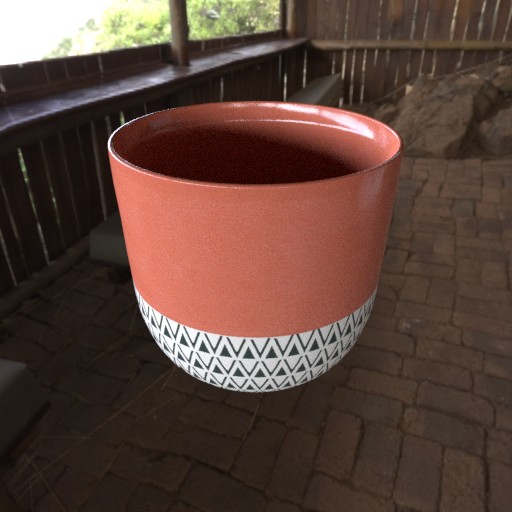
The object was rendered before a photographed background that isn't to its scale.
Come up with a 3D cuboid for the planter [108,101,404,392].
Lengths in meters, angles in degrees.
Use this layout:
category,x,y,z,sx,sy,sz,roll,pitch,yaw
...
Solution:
category,x,y,z,sx,sy,sz,roll,pitch,yaw
planter,0.000,0.000,0.482,0.266,0.270,0.266,0,31,0
